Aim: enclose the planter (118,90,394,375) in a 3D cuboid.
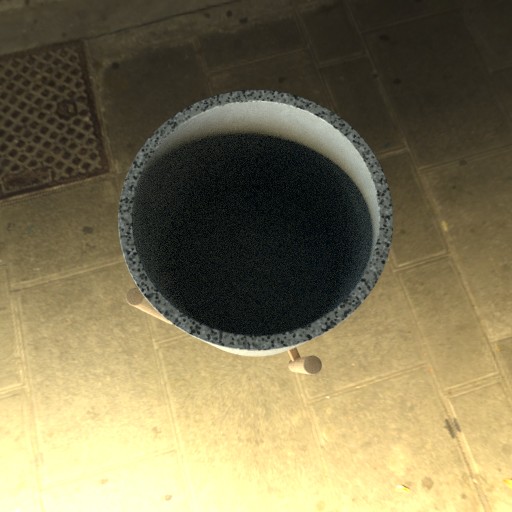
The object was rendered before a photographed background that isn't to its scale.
[{"bbox_3d":[0.000,0.000,0.692,0.360,0.419,0.360,-2,76,0],"label":"planter"}]
